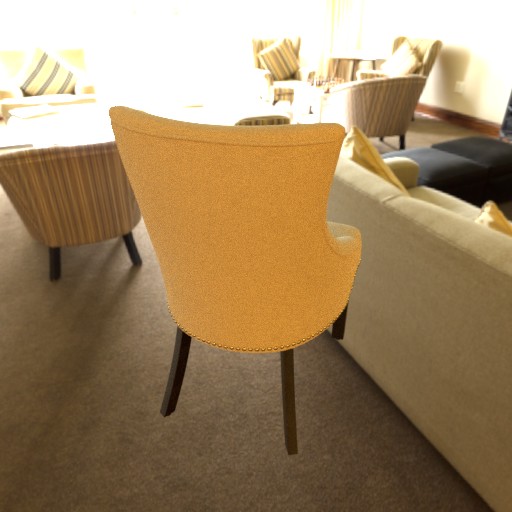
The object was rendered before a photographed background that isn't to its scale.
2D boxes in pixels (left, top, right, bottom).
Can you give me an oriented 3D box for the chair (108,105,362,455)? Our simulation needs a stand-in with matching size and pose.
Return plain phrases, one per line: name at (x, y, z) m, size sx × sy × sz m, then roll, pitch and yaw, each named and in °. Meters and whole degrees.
chair at (0.000, 0.000, 1.295) m, size 0.566 × 0.909 × 0.629 m, roll 10°, pitch 32°, yaw 16°
